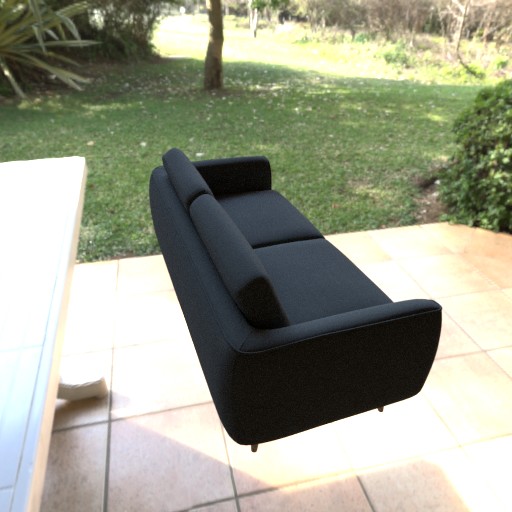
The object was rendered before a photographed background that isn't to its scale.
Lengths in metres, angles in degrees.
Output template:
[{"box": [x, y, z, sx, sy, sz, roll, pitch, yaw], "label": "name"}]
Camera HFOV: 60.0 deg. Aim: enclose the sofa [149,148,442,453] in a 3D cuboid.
[{"box": [0.000, 0.000, 2.440, 0.920, 0.850, 2.000, -10, 32, -17], "label": "sofa"}]
